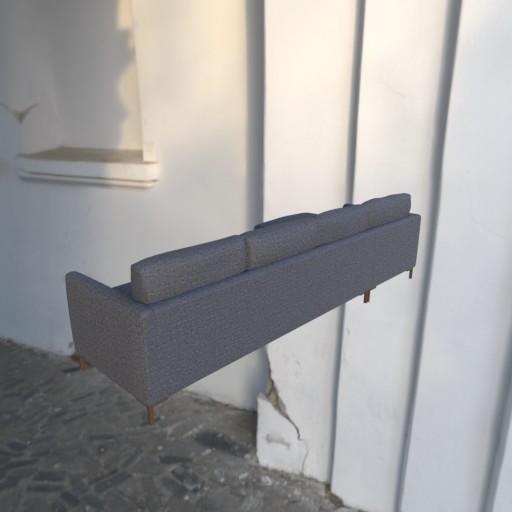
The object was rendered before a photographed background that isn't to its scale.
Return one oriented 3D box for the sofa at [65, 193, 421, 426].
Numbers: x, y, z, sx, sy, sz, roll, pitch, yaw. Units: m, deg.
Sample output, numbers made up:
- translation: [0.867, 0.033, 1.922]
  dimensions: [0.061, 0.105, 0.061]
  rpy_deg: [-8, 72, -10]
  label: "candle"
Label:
- translation: [0.000, 0.000, 2.876]
  dimensions: [1.125, 0.673, 2.445]
  rpy_deg: [16, 24, 41]
  label: "sofa"
